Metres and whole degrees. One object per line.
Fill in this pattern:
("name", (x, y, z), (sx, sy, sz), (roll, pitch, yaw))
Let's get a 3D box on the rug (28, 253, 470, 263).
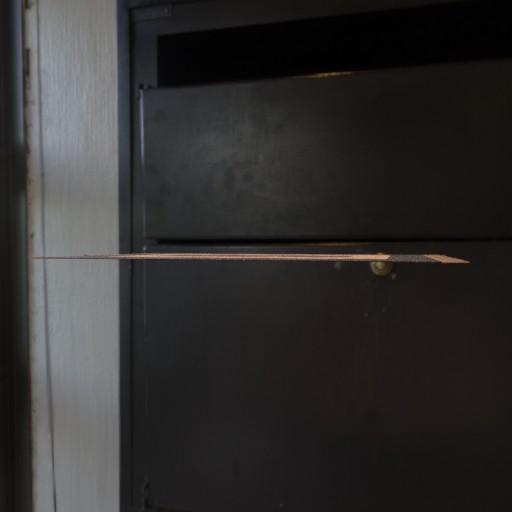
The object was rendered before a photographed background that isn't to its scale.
("rug", (0.000, 0.000, 1.888), (1.541, 0.013, 0.920), (0, 1, 17))
